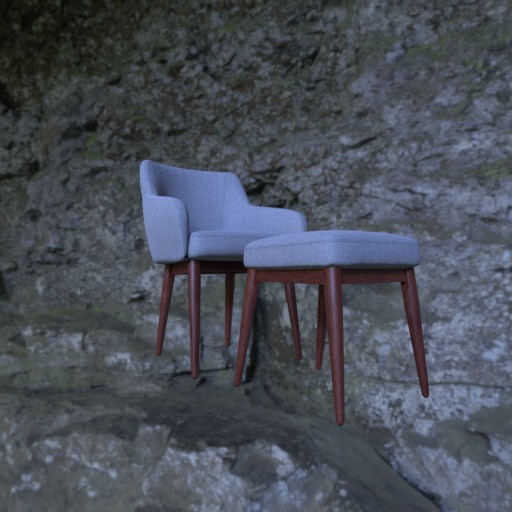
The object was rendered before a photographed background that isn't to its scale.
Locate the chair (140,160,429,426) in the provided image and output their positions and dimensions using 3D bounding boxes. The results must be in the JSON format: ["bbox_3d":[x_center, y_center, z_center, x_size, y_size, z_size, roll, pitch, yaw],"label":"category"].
[{"bbox_3d":[0.000,0.000,1.559,0.584,0.799,1.107,1,-2,-38],"label":"chair"}]
